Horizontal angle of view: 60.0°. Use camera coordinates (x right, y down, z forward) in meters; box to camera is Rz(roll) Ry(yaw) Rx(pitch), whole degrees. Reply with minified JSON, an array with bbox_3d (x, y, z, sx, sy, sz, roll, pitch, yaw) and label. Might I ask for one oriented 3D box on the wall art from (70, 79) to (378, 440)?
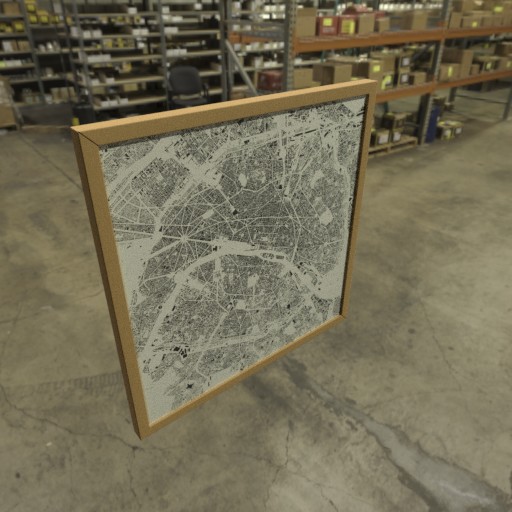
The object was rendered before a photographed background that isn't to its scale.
[{"bbox_3d":[0.000,0.000,1.119,0.761,0.761,0.037,-22,37,-33],"label":"wall art"}]
